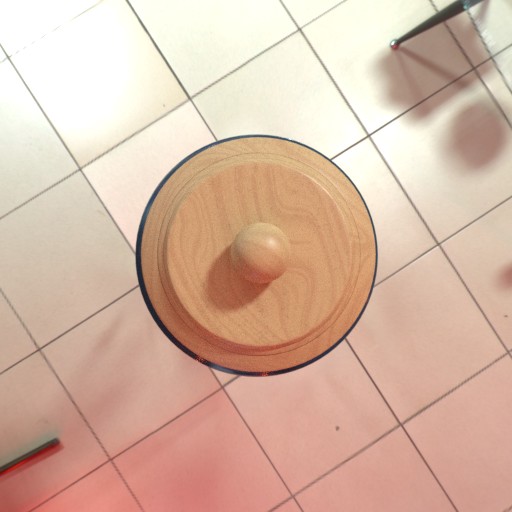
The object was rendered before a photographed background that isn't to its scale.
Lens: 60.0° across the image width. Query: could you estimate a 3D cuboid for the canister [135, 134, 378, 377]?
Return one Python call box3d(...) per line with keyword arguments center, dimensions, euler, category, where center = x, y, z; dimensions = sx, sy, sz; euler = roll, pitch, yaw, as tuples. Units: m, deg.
box3d(center=(0.000, 0.000, 0.266), dimensions=(0.130, 0.176, 0.130), euler=(0, 89, -2), category="canister")
